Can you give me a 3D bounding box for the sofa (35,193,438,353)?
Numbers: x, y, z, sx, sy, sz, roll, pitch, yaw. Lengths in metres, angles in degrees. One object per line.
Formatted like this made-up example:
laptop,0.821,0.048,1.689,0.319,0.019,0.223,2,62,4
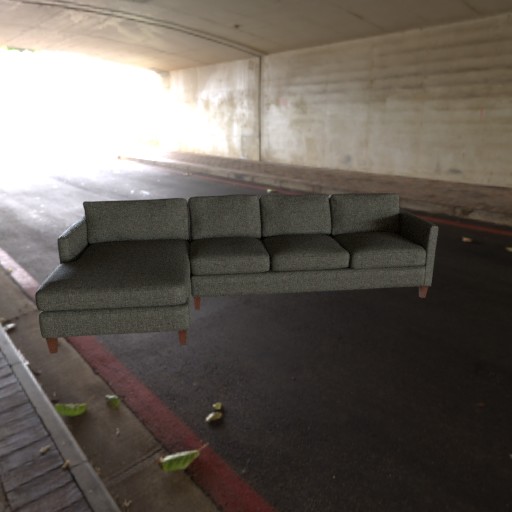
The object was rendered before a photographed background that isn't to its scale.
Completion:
sofa,0.000,0.000,4.144,3.485,0.960,1.635,-2,17,-7
